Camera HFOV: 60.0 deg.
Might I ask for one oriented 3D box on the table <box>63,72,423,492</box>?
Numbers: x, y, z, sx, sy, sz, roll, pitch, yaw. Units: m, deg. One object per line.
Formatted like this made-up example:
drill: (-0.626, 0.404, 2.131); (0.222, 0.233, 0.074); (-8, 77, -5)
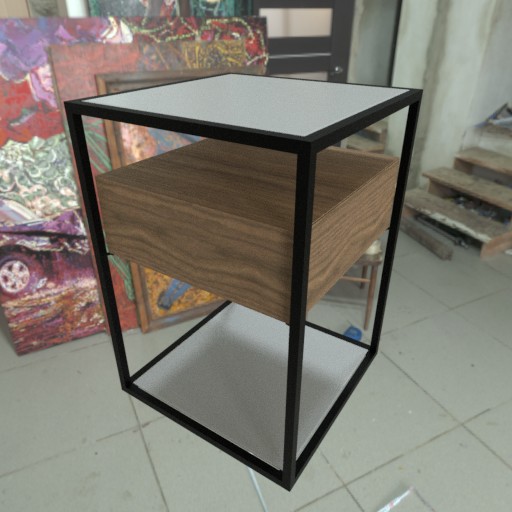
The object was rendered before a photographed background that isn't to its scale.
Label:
table: (0.000, 0.000, 0.779); (0.378, 0.540, 0.378); (18, 34, 29)
